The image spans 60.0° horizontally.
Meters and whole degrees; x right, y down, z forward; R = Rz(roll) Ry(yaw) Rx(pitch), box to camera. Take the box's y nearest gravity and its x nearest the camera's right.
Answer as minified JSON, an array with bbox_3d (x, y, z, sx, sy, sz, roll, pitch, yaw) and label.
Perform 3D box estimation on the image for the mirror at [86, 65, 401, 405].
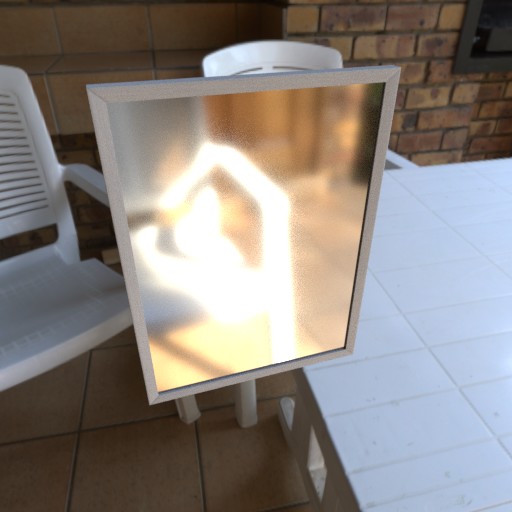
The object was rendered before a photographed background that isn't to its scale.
[{"bbox_3d":[0.000,0.000,1.320,0.762,1.016,0.040,-10,34,-15],"label":"mirror"}]
